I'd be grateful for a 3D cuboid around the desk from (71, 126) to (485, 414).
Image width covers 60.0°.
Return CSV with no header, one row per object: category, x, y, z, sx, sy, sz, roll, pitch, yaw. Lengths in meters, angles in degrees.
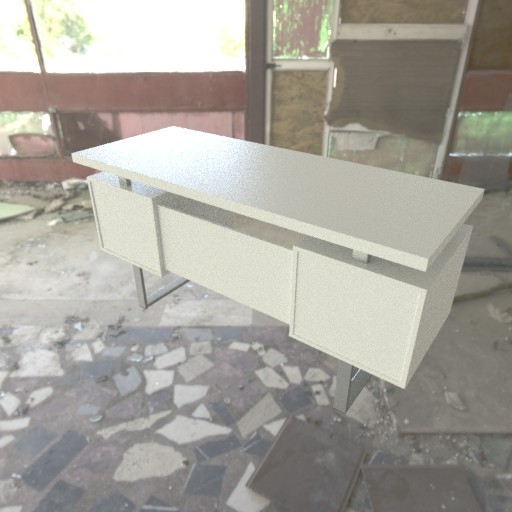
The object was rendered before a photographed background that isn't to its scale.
desk,0.000,0.000,1.909,1.530,0.773,0.603,20,35,31
